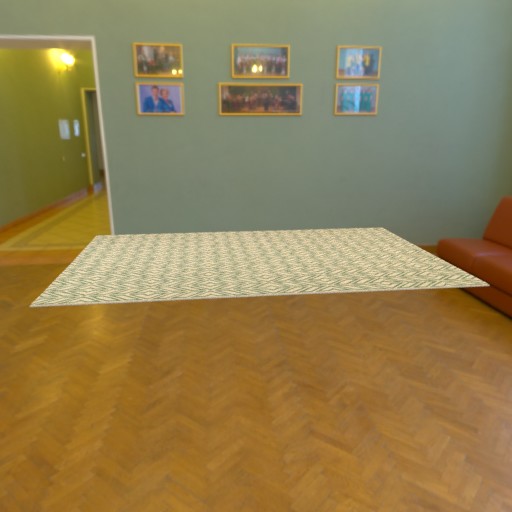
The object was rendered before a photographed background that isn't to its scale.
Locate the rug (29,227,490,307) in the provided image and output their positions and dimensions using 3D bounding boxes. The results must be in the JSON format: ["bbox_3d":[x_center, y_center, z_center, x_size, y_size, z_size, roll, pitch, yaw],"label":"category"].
[{"bbox_3d":[0.000,0.000,3.043,2.435,0.011,1.517,-2,16,-7],"label":"rug"}]
